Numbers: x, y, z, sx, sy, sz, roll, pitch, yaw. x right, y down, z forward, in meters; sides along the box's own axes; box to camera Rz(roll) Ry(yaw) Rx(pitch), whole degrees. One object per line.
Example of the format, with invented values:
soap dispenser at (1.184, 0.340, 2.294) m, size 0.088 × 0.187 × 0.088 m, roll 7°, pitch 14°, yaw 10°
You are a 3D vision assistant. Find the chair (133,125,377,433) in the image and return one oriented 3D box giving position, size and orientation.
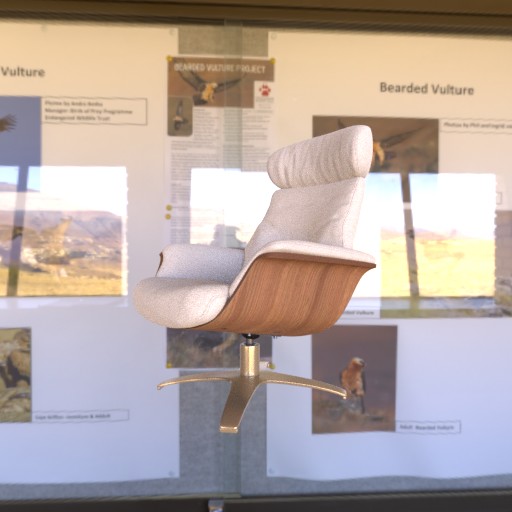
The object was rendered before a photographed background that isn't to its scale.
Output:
chair at (0.000, 0.000, 1.634) m, size 0.837 × 0.995 × 0.785 m, roll -1°, pitch 1°, yaw -35°
